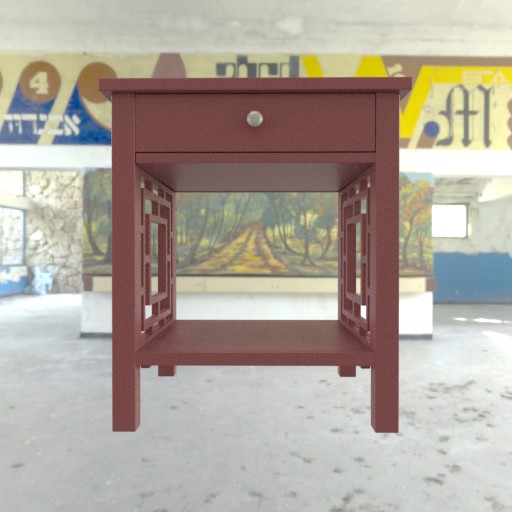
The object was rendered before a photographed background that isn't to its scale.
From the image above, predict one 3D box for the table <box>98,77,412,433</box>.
[{"bbox_3d":[0.000,0.000,1.064,0.599,0.686,0.451,0,1,1],"label":"table"}]
